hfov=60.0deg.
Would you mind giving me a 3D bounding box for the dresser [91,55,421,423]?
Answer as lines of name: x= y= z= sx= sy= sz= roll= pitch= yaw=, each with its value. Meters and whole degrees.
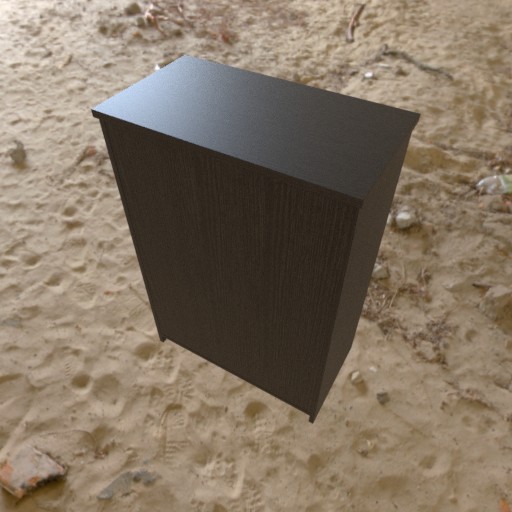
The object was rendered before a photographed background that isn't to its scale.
dresser: x=0.000 y=0.000 z=1.447 sx=0.704 sy=1.020 sz=0.399 roll=23 pitch=50 yaw=21
